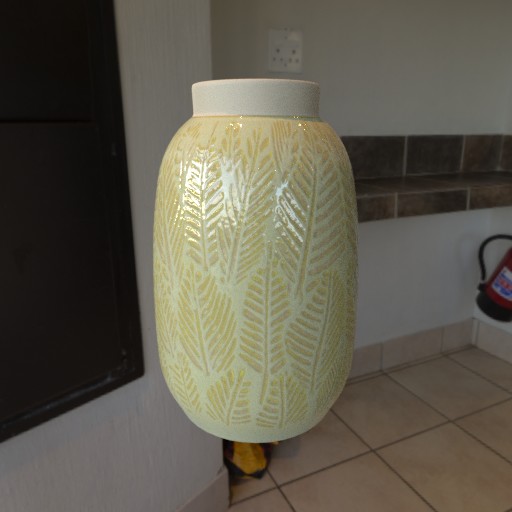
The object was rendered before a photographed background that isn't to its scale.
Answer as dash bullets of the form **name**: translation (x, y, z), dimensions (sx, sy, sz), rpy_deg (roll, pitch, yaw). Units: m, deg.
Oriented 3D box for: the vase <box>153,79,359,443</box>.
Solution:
- **vase**: translation (0.000, 0.000, 0.374), dimensions (0.172, 0.270, 0.172), rpy_deg (0, 16, 0)
